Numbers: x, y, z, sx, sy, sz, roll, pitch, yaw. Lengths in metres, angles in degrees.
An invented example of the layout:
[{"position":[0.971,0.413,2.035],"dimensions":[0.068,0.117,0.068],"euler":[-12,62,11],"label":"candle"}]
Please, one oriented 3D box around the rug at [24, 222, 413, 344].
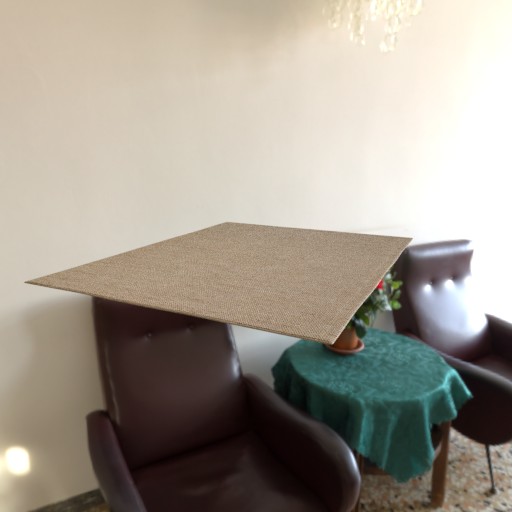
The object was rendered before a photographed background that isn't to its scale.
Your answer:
[{"position":[0.000,0.000,4.144],"dimensions":[2.406,0.012,3.034],"euler":[7,16,26],"label":"rug"}]
